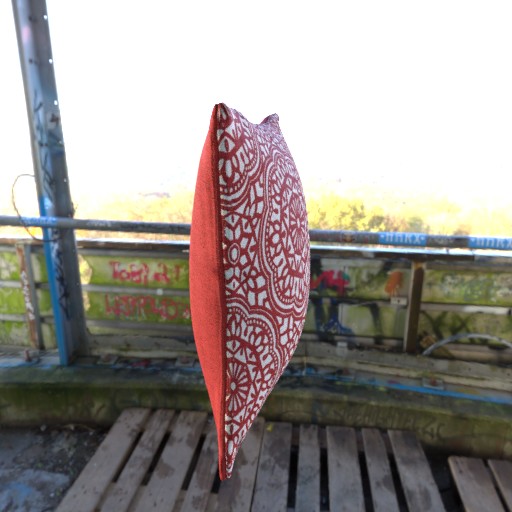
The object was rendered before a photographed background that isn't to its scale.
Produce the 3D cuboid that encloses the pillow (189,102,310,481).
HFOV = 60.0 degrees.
[{"bbox_3d":[0.000,0.000,0.663,0.162,0.419,0.438,3,17,9],"label":"pillow"}]
